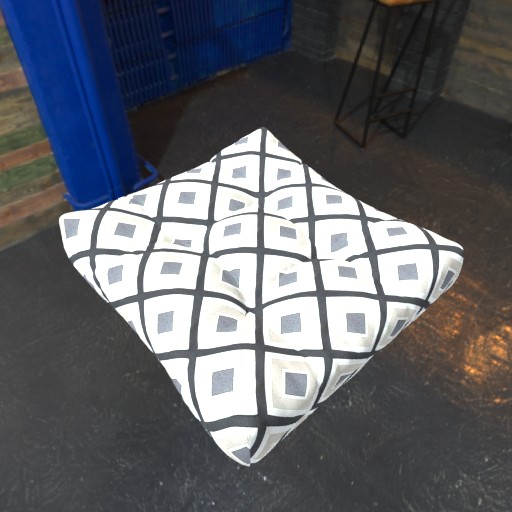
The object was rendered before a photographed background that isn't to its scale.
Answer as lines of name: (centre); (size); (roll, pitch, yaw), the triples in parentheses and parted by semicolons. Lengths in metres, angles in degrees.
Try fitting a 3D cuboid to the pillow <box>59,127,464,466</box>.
pillow: (0.000, 0.000, 0.728); (0.468, 0.128, 0.490); (-32, 53, -27)
